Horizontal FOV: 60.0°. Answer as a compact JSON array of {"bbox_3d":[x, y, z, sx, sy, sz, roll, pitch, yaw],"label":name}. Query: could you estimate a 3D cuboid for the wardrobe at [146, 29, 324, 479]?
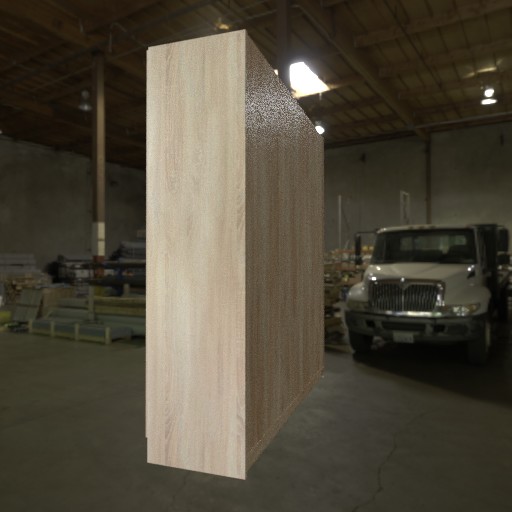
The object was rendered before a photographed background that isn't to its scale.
[{"bbox_3d":[0.000,0.000,3.162,0.598,2.159,1.998,0,-1,19],"label":"wardrobe"}]
